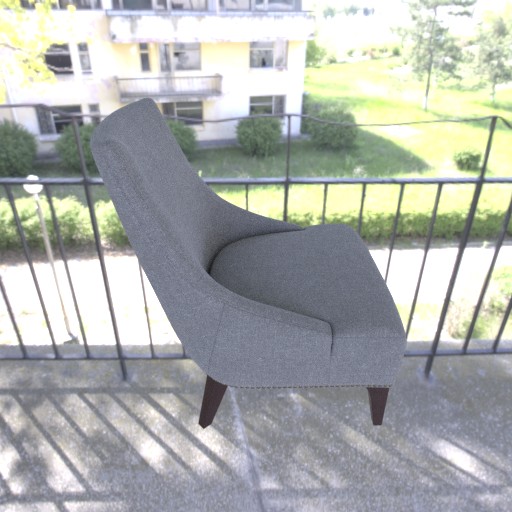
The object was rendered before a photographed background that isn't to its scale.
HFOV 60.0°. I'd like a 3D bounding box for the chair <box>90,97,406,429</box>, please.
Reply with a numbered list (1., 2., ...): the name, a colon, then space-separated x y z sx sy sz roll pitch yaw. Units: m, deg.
1. chair: 0.000 0.000 1.458 0.861 0.909 0.701 -1 30 -2
